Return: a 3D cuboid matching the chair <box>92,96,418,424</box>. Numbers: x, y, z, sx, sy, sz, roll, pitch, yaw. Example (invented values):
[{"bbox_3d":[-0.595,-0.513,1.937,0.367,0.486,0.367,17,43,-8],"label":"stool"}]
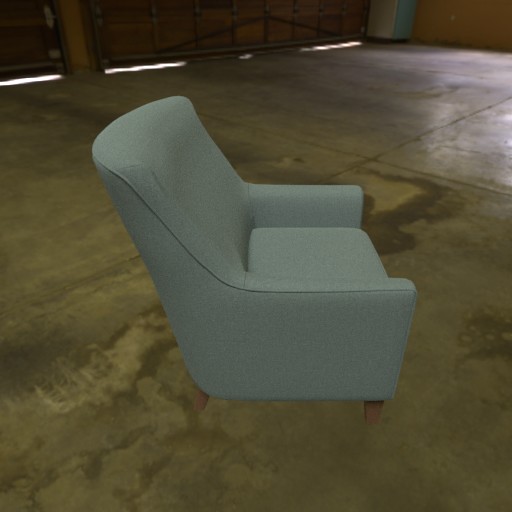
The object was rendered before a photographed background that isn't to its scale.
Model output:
[{"bbox_3d":[0.000,0.000,1.517,0.879,0.916,0.756,0,31,0],"label":"chair"}]
